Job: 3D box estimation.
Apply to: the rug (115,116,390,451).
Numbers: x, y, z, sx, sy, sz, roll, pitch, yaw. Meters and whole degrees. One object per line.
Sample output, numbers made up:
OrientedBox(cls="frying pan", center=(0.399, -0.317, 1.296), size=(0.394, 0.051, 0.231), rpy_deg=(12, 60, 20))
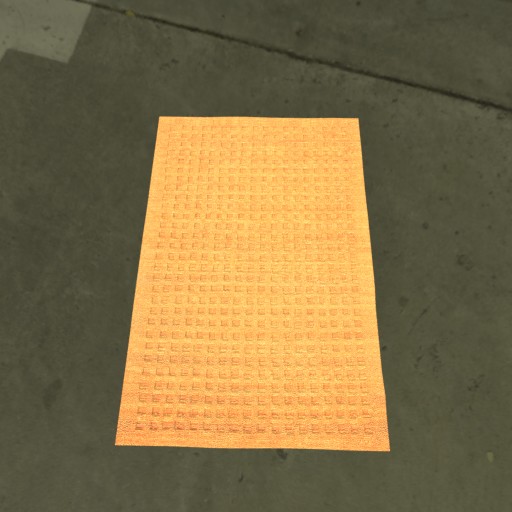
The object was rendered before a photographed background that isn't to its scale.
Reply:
OrientedBox(cls="rug", center=(0.000, 0.000, 2.192), size=(1.143, 0.006, 1.747), rpy_deg=(1, 66, 0))
